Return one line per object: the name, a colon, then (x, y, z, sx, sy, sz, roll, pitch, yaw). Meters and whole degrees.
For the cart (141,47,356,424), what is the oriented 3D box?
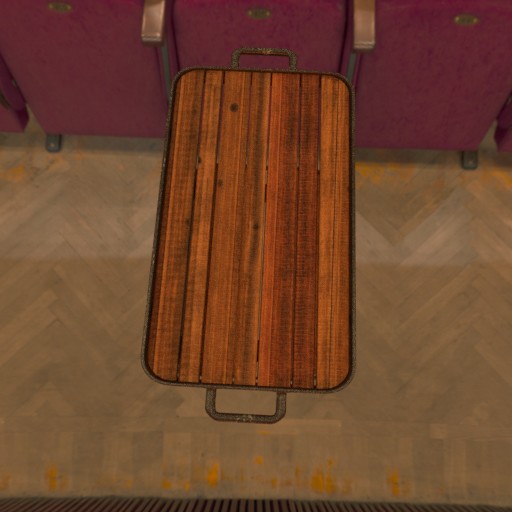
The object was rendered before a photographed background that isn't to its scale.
cart: (0.000, 0.000, 1.245, 0.515, 0.700, 0.806, 3, 76, 1)
